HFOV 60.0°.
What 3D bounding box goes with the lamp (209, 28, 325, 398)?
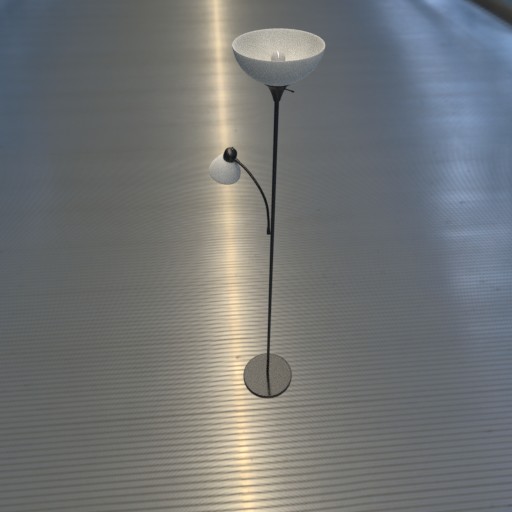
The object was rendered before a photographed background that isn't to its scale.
[{"bbox_3d":[0.000,0.000,1.943,0.442,1.804,0.279,30,51,27],"label":"lamp"}]
